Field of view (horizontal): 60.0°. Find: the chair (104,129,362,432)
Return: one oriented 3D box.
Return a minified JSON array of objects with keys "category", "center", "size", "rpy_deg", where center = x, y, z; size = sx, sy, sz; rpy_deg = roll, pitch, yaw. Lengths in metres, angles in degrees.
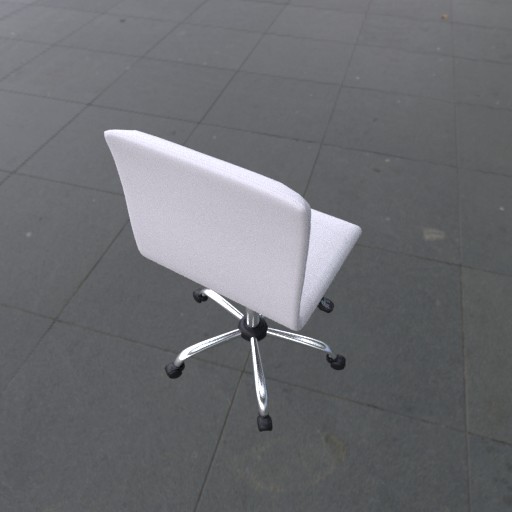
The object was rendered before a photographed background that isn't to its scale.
[{"category":"chair","center":[0.000,0.000,1.039],"size":[0.520,0.750,0.455],"rpy_deg":[24,51,21]}]
